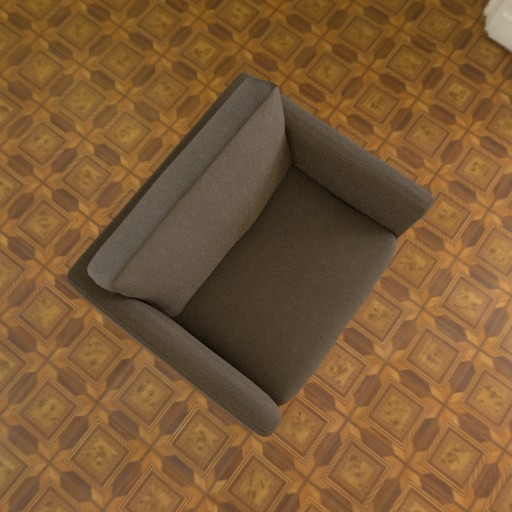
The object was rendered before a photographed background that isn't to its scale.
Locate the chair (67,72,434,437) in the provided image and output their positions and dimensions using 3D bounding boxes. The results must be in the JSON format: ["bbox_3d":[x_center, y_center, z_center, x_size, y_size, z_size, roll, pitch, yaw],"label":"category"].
[{"bbox_3d":[0.000,0.000,1.888,0.959,0.963,1.107,36,79,8],"label":"chair"}]
